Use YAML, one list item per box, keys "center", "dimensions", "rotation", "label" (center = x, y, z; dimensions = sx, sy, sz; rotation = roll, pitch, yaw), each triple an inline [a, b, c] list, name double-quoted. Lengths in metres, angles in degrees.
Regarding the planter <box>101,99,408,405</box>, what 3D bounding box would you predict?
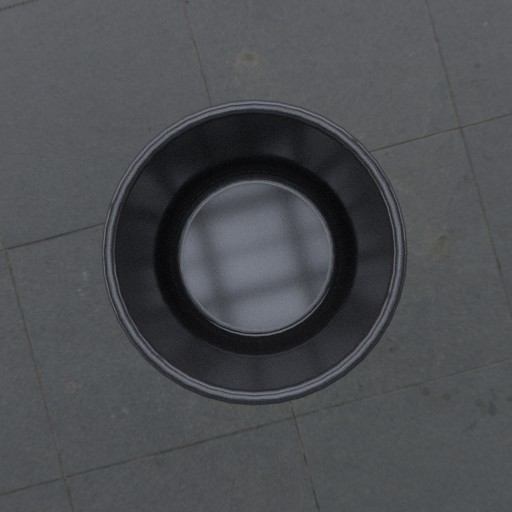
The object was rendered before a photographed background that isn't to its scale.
- center: [0.000, 0.000, 0.273]
  dimensions: [0.129, 0.177, 0.129]
  rotation: [0, 89, 1]
  label: "planter"
